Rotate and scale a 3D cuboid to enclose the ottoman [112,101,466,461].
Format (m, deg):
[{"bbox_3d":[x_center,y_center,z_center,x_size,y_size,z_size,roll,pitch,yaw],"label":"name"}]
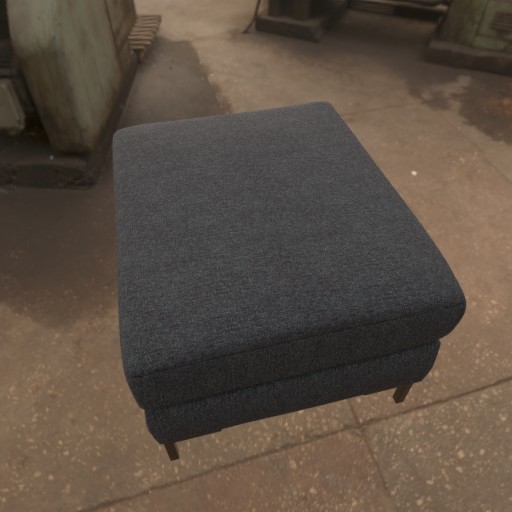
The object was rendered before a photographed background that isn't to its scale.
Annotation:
[{"bbox_3d":[0.000,0.000,1.244,0.695,0.533,0.831,-10,48,-10],"label":"ottoman"}]
